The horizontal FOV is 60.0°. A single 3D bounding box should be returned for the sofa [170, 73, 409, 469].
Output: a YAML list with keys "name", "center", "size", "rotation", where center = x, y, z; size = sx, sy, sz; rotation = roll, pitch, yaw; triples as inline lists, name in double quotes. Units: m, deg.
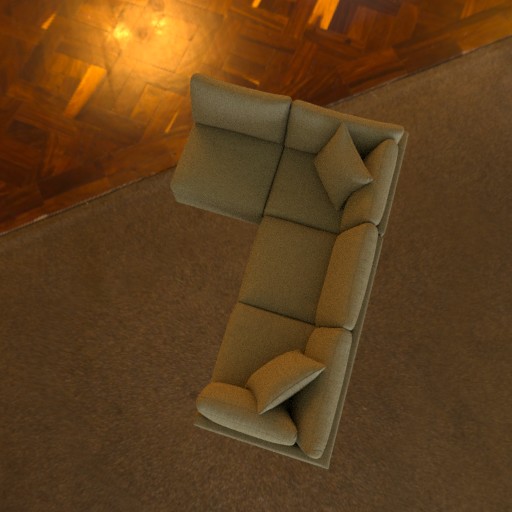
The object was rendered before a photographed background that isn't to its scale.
- name: "sofa"
  center: [0.000, 0.000, 3.865]
  size: [1.994, 0.978, 2.896]
  rotation: [16, 76, 4]
